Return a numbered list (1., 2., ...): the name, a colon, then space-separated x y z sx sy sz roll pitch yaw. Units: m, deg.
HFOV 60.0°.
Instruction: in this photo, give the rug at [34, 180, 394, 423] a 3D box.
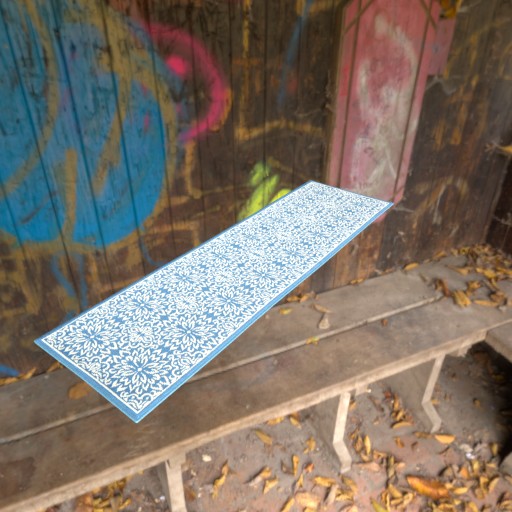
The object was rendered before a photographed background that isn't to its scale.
1. rug: 0.000 0.000 2.420 0.662 0.011 2.196 22 38 31
